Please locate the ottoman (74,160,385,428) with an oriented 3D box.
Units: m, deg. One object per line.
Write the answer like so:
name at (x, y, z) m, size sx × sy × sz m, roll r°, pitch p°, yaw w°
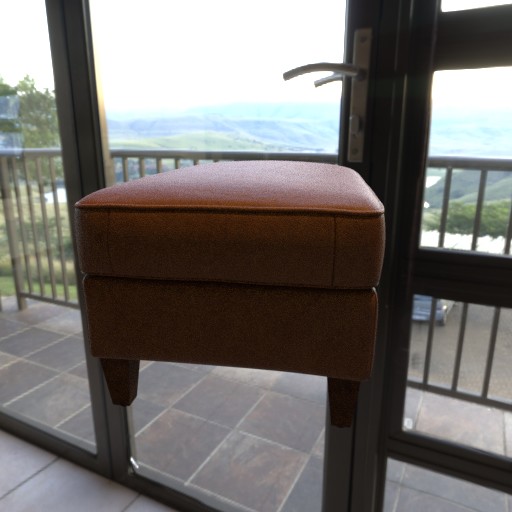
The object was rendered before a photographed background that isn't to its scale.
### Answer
ottoman at (0.000, 0.000, 1.195) m, size 0.584 × 0.483 × 0.864 m, roll 2°, pitch 15°, yaw 9°
